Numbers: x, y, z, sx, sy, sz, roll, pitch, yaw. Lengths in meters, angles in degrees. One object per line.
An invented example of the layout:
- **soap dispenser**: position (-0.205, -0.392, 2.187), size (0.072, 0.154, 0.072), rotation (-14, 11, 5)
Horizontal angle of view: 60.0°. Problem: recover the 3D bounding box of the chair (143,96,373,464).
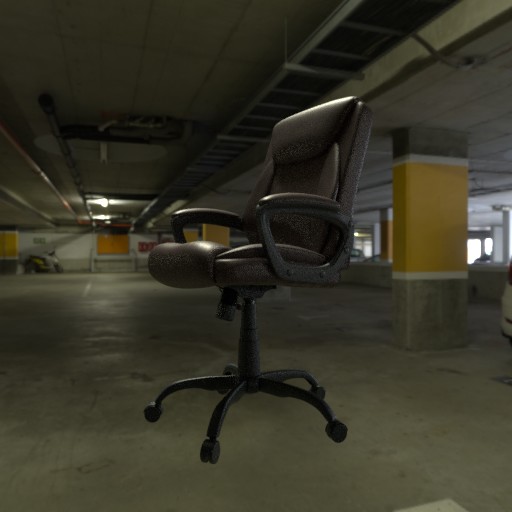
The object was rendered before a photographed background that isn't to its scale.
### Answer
- **chair**: position (0.000, 0.000, 1.464), size (0.655, 1.072, 0.615), rotation (0, 0, -37)
